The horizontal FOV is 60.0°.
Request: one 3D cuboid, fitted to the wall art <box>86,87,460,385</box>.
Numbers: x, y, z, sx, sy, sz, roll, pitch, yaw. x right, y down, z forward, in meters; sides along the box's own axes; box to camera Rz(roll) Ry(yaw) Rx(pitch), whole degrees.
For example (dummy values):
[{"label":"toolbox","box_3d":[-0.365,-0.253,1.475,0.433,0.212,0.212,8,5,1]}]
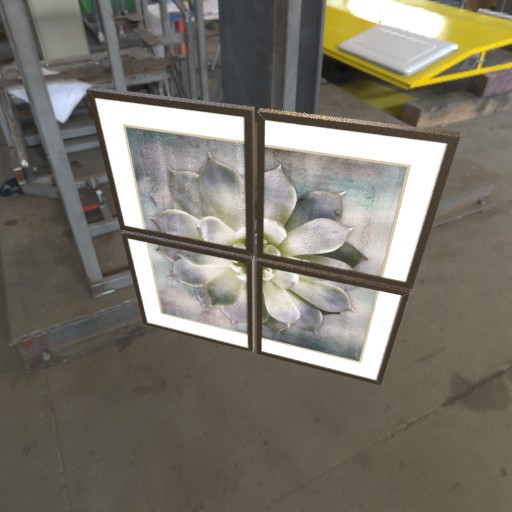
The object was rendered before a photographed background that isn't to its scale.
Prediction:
[{"label":"wall art","box_3d":[0.000,0.000,1.519,1.032,1.032,0.030,11,41,13]}]
